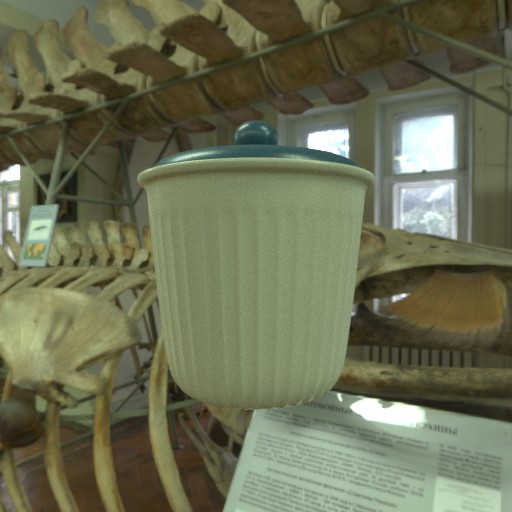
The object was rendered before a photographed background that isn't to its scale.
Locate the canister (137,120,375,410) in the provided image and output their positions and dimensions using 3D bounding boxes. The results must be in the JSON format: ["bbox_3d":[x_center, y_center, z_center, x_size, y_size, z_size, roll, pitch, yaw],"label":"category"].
[{"bbox_3d":[0.000,0.000,0.350,0.181,0.211,0.181,0,1,0],"label":"canister"}]
